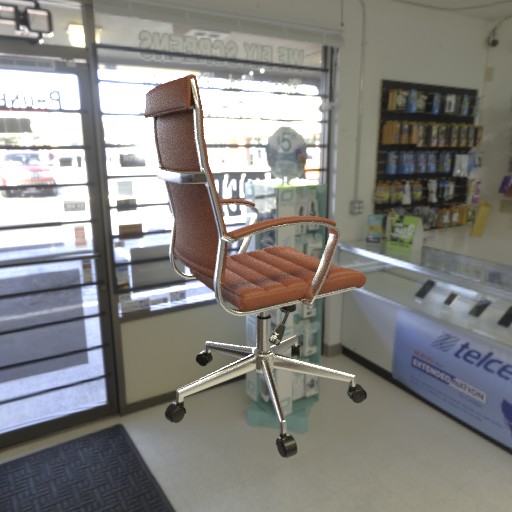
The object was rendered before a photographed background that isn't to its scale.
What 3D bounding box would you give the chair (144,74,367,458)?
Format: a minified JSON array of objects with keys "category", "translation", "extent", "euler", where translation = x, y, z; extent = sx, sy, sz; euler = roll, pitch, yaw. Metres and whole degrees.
[{"category":"chair","translation":[0.000,0.000,1.630],"extent":[0.739,1.149,0.766],"euler":[-7,15,-27]}]
